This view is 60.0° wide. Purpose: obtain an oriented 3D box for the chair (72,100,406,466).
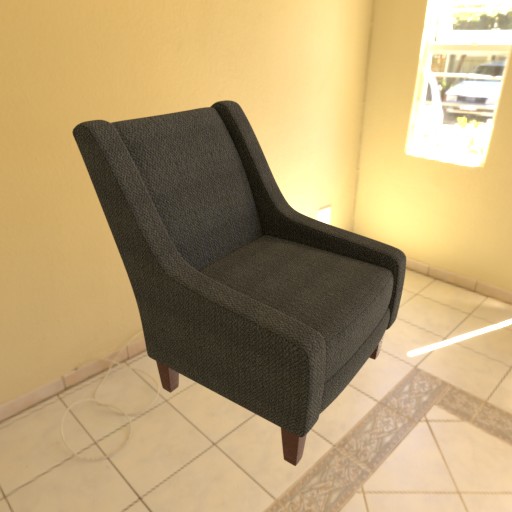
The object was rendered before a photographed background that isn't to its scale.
[{"bbox_3d":[0.000,0.000,1.697,0.944,1.012,0.793,17,31,32],"label":"chair"}]
